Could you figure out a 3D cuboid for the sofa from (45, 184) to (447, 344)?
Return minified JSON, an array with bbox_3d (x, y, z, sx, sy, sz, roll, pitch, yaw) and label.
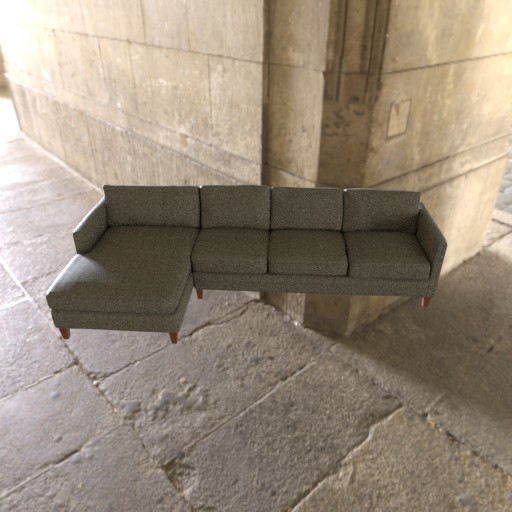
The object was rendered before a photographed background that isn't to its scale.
[{"bbox_3d":[0.000,0.000,4.268,3.485,0.960,1.635,2,31,3],"label":"sofa"}]
